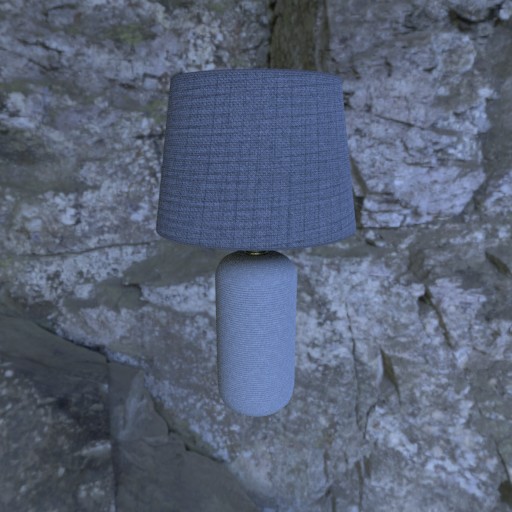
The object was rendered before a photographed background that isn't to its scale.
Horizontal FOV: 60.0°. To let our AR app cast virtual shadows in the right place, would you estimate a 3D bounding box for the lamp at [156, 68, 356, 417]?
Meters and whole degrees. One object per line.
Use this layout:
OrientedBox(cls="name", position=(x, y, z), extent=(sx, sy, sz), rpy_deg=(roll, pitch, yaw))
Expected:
OrientedBox(cls="lamp", position=(0.000, 0.000, 0.579), extent=(0.251, 0.429, 0.251), rpy_deg=(0, 16, 0))
